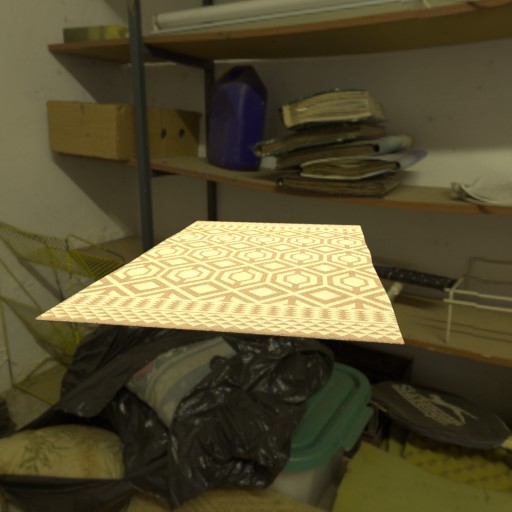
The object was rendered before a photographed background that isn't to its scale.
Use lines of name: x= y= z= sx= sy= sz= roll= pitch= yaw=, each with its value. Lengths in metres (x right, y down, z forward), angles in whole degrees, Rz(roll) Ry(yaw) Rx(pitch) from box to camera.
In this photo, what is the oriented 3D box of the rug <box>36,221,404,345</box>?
rug: x=0.000 y=0.000 z=2.937 sx=1.526 sy=0.011 sz=2.435 roll=2 pitch=15 yaw=9
